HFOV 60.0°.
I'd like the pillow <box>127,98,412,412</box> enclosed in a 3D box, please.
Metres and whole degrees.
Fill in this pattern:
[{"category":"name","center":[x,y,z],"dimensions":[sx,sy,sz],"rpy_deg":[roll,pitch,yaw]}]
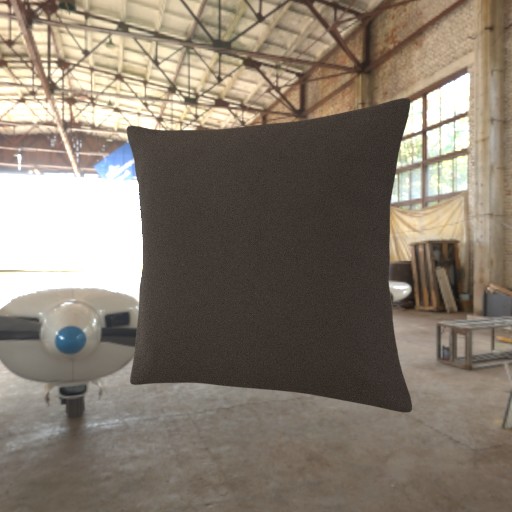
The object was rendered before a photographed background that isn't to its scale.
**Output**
[{"category":"pillow","center":[0.000,0.000,0.791],"dimensions":[0.526,0.507,0.166],"rpy_deg":[0,0,18]}]
